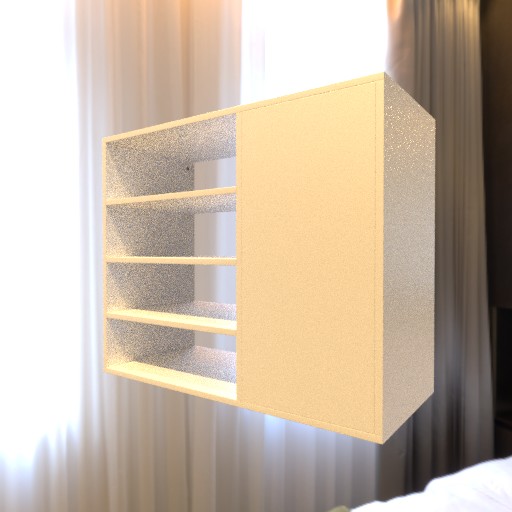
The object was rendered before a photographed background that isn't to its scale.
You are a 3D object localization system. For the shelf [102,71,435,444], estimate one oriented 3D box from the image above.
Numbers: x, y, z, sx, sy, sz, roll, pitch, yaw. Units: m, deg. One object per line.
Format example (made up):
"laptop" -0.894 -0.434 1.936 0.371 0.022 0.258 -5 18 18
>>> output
"shelf" 0.000 0.000 1.288 0.895 0.732 0.396 1 1 36
